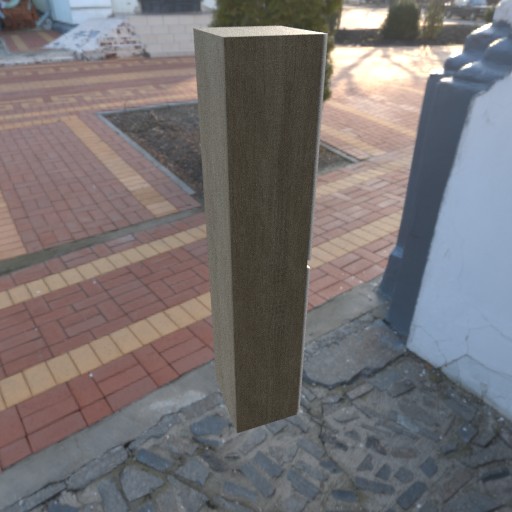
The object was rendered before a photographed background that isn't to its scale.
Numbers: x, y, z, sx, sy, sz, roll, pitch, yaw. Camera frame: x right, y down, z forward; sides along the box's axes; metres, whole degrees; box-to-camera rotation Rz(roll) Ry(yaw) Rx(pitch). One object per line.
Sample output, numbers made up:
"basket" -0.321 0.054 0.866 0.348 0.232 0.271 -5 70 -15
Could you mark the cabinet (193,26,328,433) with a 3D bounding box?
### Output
"cabinet" 0.000 0.000 1.541 0.270 1.400 0.300 -11 33 -17
